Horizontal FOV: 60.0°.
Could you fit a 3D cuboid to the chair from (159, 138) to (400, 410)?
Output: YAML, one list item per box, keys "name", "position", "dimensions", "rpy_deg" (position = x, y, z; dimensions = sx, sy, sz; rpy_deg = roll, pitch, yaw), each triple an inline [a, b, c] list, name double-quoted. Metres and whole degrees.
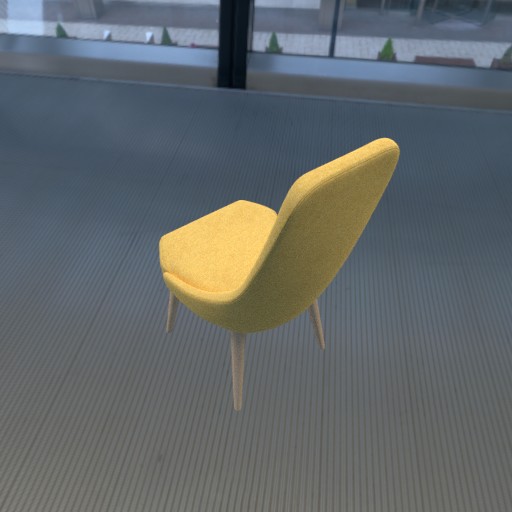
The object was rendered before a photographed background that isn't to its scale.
- name: "chair"
  position: [0.000, 0.000, 1.409]
  dimensions: [0.510, 1.040, 0.660]
  rpy_deg: [-29, 52, -26]
